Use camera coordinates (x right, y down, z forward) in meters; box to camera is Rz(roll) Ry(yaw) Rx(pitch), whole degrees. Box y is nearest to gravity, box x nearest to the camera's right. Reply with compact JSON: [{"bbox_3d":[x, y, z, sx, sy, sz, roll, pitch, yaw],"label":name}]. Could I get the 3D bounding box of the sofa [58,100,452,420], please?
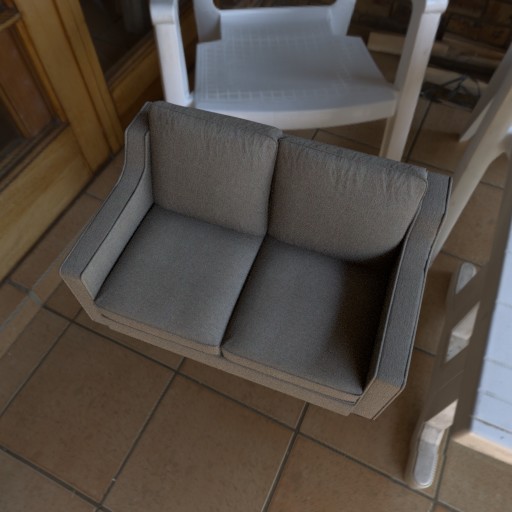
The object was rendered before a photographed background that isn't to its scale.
[{"bbox_3d":[0.000,0.000,2.129,1.503,0.981,0.985,17,60,10],"label":"sofa"}]
